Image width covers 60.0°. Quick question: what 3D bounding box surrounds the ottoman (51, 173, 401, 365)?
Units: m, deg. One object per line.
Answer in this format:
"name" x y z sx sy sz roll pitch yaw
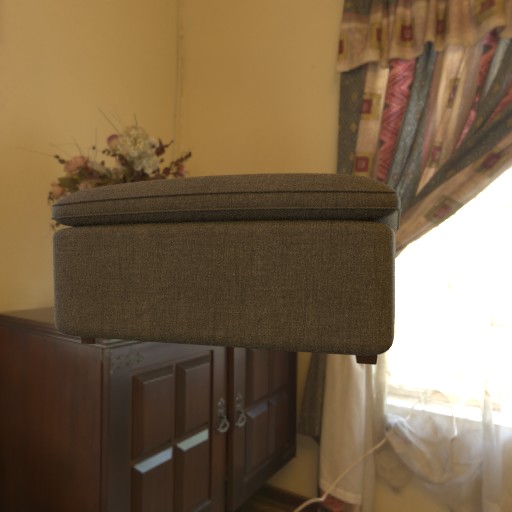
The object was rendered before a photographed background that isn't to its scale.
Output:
"ottoman" 0.000 0.000 1.726 1.067 0.559 1.067 0 0 18
